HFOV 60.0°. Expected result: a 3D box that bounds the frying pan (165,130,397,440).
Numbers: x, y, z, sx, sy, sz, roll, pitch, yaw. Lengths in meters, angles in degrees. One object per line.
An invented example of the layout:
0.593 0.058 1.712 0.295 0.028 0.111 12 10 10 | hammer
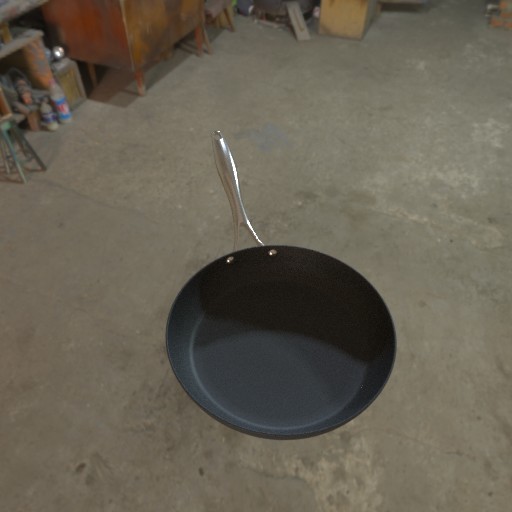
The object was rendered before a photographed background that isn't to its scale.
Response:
0.000 0.000 0.571 0.255 0.105 0.472 -10 46 -10 | frying pan
